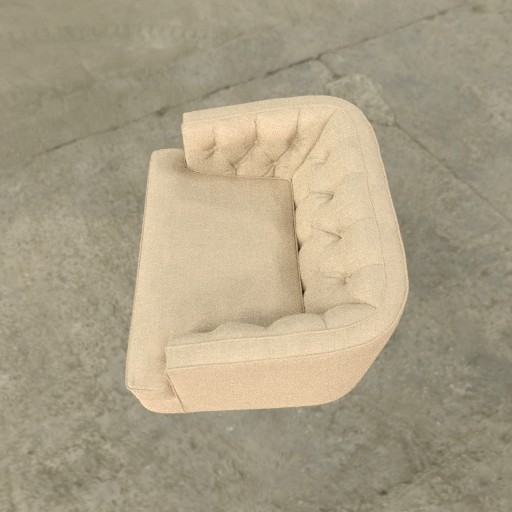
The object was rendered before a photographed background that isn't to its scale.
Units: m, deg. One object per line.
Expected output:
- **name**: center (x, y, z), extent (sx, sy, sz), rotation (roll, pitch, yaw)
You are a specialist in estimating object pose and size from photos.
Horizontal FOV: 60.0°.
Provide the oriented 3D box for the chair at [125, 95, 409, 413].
- **chair**: center (0.000, 0.000, 1.794), extent (0.914, 0.787, 1.118), rotation (-2, 59, -1)
